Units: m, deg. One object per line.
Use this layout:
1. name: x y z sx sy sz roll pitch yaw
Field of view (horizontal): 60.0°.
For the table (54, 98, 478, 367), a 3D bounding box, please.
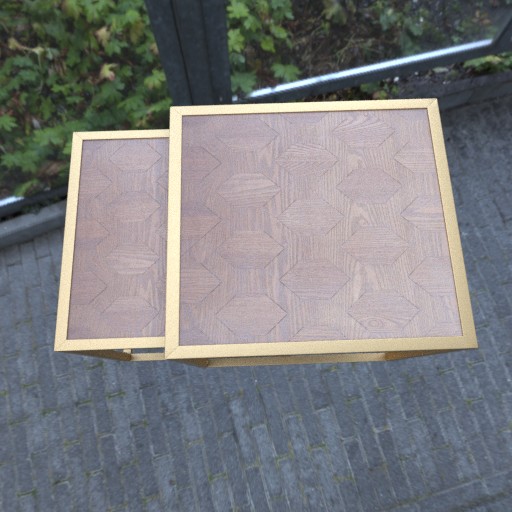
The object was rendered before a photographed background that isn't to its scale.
1. table: 0.000 0.000 1.079 0.762 0.505 0.505 -2 74 -1
